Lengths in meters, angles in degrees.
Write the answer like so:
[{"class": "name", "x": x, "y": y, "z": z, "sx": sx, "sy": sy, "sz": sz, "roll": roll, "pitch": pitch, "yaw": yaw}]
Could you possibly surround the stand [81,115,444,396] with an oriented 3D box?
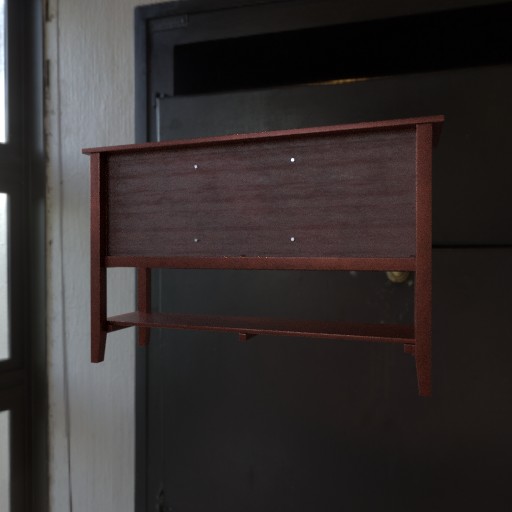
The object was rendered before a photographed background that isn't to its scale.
[{"class": "stand", "x": 0.000, "y": 0.000, "z": 1.776, "sx": 1.362, "sy": 0.872, "sz": 0.410, "roll": 0, "pitch": 1, "yaw": 19}]
